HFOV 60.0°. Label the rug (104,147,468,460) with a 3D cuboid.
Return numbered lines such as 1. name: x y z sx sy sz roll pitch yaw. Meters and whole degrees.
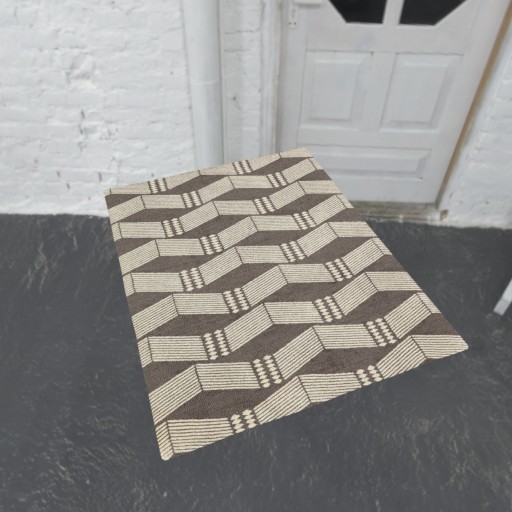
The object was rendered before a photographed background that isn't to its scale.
1. rug: 0.000 0.000 4.164 2.438 0.016 3.048 -15 48 -14
